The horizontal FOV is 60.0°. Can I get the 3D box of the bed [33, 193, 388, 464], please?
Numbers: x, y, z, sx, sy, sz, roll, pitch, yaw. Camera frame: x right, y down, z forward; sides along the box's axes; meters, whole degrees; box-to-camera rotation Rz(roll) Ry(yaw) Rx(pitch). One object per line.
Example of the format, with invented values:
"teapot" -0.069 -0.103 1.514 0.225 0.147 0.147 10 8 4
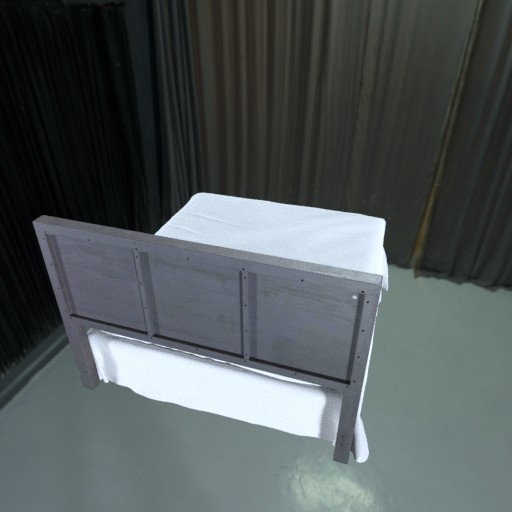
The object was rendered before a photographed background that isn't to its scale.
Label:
"bed" 0.000 0.000 2.888 1.772 1.142 1.785 10 34 15
